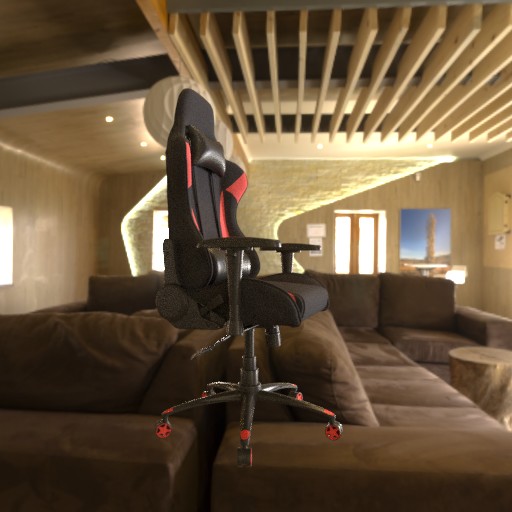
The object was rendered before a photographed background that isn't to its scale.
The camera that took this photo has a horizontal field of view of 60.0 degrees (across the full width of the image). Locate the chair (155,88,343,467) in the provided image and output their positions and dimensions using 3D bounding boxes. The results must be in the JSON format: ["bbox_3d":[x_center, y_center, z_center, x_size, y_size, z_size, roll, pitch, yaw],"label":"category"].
[{"bbox_3d":[0.000,0.000,1.717,0.658,1.326,0.695,0,0,20],"label":"chair"}]
